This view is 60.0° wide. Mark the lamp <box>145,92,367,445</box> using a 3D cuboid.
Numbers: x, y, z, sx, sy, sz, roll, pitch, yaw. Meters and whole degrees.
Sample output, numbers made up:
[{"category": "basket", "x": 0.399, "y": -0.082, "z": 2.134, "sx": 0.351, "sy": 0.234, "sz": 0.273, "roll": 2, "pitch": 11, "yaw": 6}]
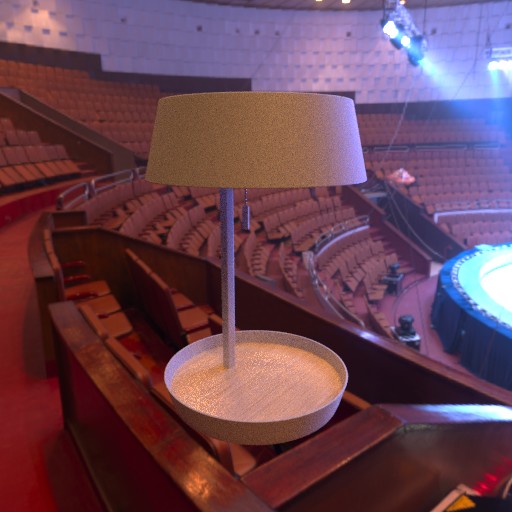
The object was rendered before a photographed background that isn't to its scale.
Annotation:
[{"category": "lamp", "x": 0.000, "y": 0.000, "z": 0.624, "sx": 0.291, "sy": 0.429, "sz": 0.291, "roll": 0, "pitch": 14, "yaw": 0}]
